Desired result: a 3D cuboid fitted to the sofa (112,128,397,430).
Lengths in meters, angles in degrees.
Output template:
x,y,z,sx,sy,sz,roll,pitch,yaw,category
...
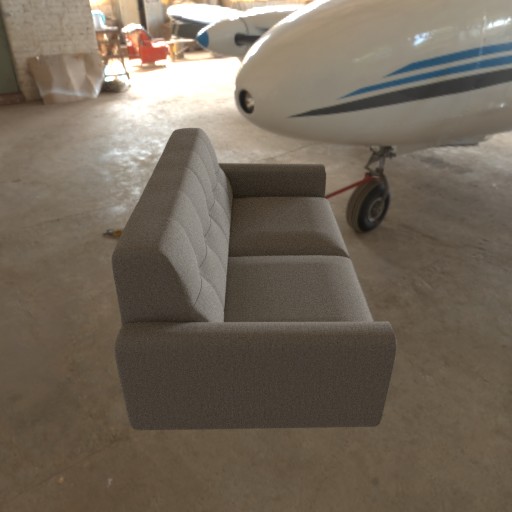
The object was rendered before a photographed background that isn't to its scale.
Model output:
x,y,z,sx,sy,sz,roll,pitch,yaw,category
0.000,0.000,2.203,0.952,0.925,1.651,0,32,-1,sofa
